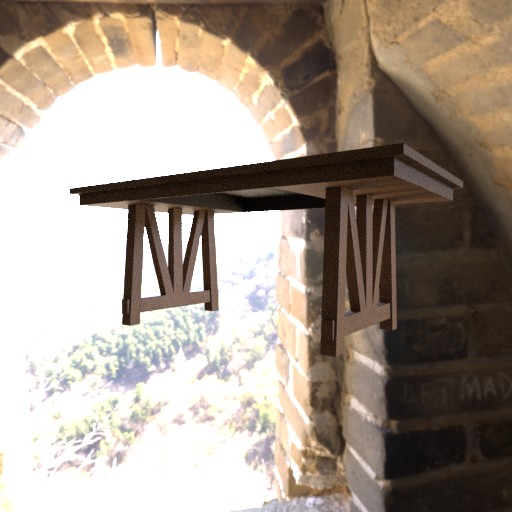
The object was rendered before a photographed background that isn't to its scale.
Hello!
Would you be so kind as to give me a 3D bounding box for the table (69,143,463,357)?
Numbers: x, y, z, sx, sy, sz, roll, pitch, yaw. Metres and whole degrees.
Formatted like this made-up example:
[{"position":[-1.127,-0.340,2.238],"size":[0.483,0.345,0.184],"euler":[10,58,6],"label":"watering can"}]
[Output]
[{"position":[0.000,0.000,2.402],"size":[1.881,0.768,1.016],"euler":[1,1,35],"label":"table"}]
